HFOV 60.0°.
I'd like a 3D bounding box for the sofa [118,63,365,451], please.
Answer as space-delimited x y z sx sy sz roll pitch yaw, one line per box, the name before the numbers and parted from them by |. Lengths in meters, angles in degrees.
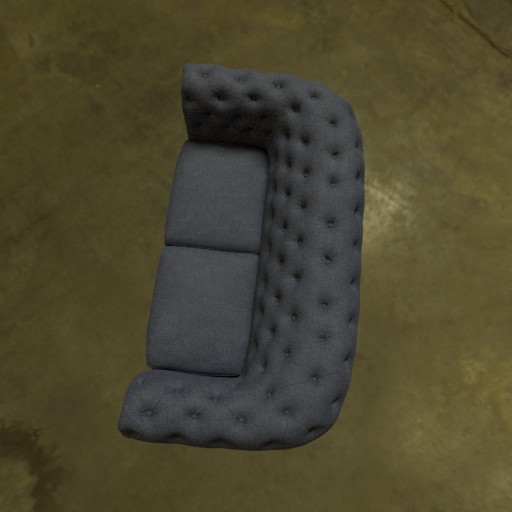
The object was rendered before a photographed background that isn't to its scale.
sofa | 0.000 0.000 2.514 1.082 0.833 1.988 6 74 2
